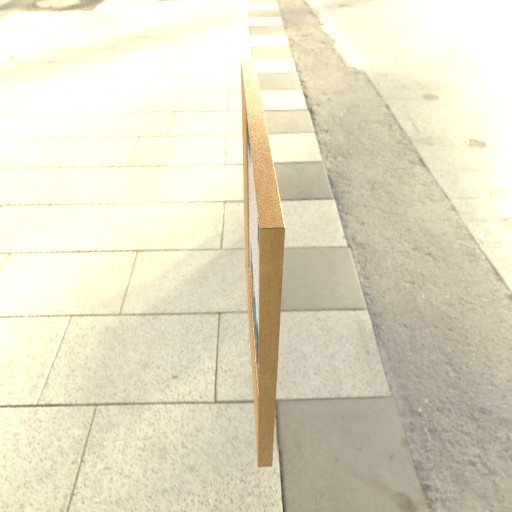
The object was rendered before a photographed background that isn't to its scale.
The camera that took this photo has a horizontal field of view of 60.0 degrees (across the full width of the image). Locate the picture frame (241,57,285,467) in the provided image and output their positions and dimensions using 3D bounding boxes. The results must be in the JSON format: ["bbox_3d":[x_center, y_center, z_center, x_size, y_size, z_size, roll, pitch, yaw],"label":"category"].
[{"bbox_3d":[0.000,0.000,1.160,0.037,0.761,0.758,-2,41,-3],"label":"picture frame"}]
